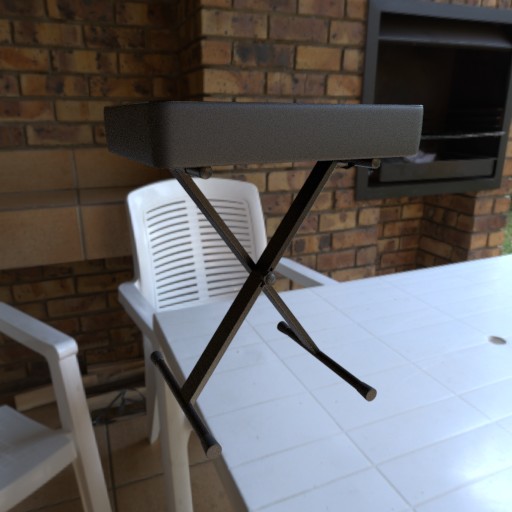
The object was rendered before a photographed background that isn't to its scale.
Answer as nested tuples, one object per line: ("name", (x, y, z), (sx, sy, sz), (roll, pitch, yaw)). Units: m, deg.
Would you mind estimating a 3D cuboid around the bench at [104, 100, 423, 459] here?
("bench", (0.000, 0.000, 0.781), (0.424, 0.500, 0.321), (-9, 19, -26))
